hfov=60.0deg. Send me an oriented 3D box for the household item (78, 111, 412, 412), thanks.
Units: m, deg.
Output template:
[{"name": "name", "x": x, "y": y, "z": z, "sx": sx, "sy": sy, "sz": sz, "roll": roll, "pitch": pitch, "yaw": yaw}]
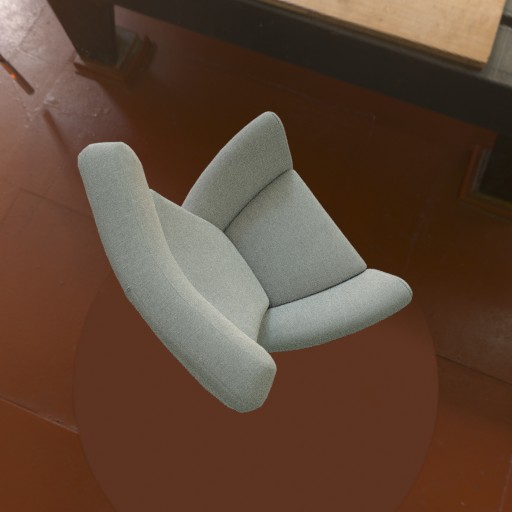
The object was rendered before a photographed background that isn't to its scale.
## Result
[{"name": "household item", "x": 0.000, "y": 0.000, "z": 1.771, "sx": 0.900, "sy": 1.050, "sz": 0.980, "roll": -33, "pitch": 78, "yaw": -8}]
